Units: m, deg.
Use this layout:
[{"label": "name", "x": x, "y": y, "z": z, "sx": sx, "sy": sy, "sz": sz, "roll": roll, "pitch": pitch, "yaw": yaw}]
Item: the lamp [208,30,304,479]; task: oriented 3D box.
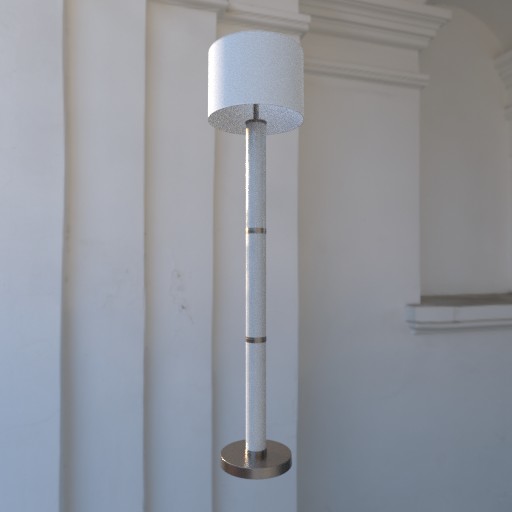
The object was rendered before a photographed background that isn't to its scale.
[{"label": "lamp", "x": 0.000, "y": 0.000, "z": 1.737, "sx": 0.377, "sy": 1.599, "sz": 0.377, "roll": 0, "pitch": -1, "yaw": -1}]
